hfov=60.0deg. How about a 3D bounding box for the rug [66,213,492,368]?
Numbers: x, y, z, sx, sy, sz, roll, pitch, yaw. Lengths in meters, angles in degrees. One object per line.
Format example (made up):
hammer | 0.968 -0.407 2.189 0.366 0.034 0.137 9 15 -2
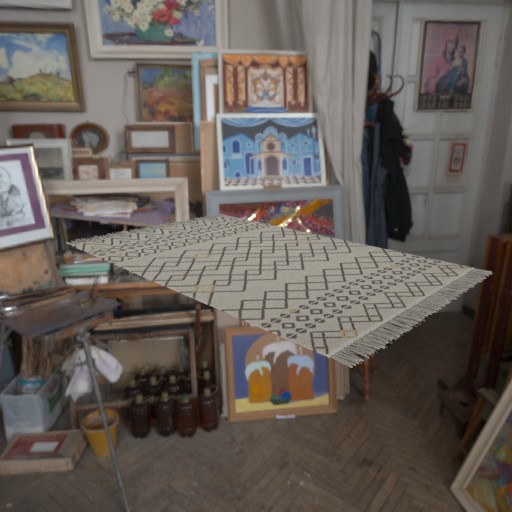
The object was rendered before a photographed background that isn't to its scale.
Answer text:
rug | 0.000 0.000 2.926 2.472 0.035 1.495 16 23 42
